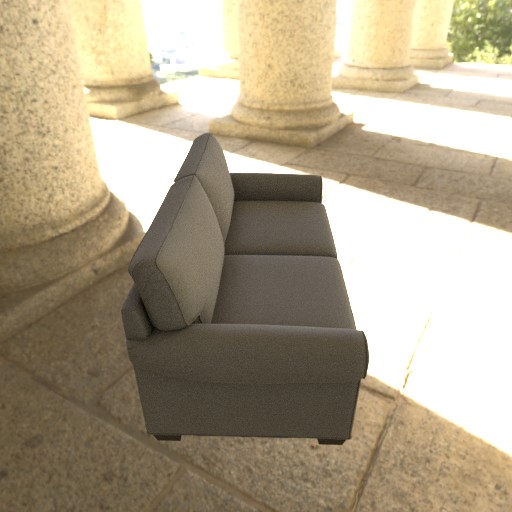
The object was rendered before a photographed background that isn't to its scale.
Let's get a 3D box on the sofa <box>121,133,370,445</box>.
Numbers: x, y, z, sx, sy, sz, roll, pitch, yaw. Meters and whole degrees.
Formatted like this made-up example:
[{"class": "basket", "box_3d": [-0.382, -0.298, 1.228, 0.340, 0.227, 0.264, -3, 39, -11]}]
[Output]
[{"class": "sofa", "box_3d": [0.000, 0.000, 2.475, 0.940, 0.952, 1.930, 1, 31, 1]}]
